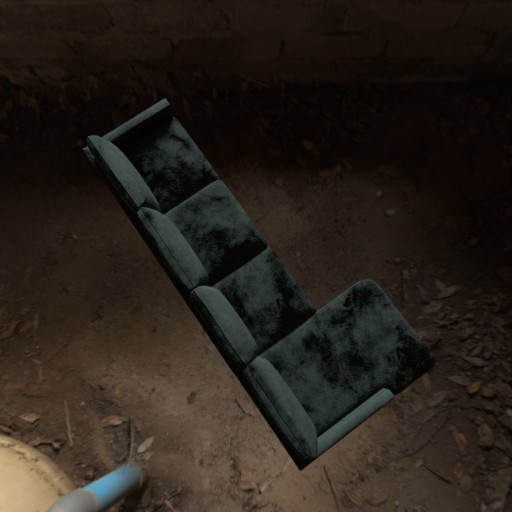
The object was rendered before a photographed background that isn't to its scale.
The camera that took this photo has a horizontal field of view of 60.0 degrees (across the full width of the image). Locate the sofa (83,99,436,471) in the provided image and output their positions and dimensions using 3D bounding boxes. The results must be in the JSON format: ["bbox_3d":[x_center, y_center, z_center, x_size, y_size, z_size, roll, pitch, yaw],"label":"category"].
[{"bbox_3d":[0.000,0.000,4.082,1.500,0.967,3.400,-35,80,-7],"label":"sofa"}]
